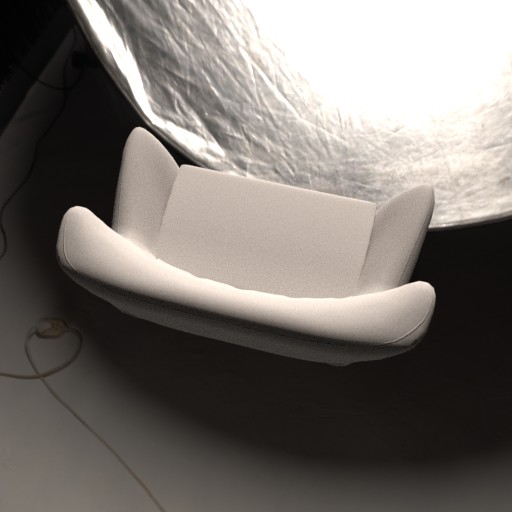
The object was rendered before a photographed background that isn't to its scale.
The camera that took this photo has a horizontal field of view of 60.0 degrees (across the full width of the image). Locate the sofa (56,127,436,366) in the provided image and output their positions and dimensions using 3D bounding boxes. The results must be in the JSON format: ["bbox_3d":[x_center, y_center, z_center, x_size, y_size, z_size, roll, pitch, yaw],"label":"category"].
[{"bbox_3d":[0.000,0.000,1.987,1.424,0.878,0.921,12,64,6],"label":"sofa"}]
